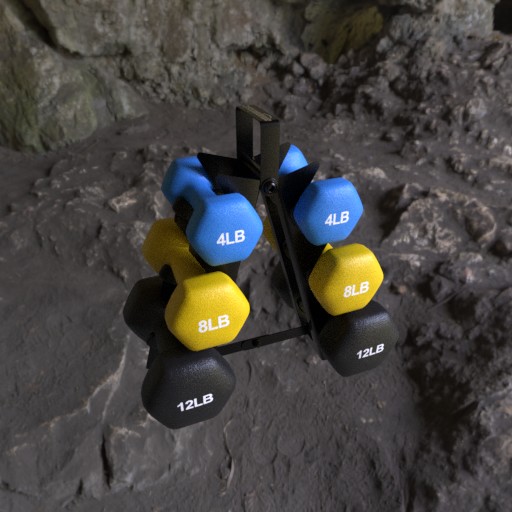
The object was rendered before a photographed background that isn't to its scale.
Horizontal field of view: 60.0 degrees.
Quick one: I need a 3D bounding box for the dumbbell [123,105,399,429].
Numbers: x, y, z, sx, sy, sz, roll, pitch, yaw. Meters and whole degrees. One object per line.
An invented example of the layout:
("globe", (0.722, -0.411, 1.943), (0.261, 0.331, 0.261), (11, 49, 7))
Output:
("dumbbell", (0.000, 0.000, 0.672), (0.409, 0.426, 0.255), (-11, 33, -18))
